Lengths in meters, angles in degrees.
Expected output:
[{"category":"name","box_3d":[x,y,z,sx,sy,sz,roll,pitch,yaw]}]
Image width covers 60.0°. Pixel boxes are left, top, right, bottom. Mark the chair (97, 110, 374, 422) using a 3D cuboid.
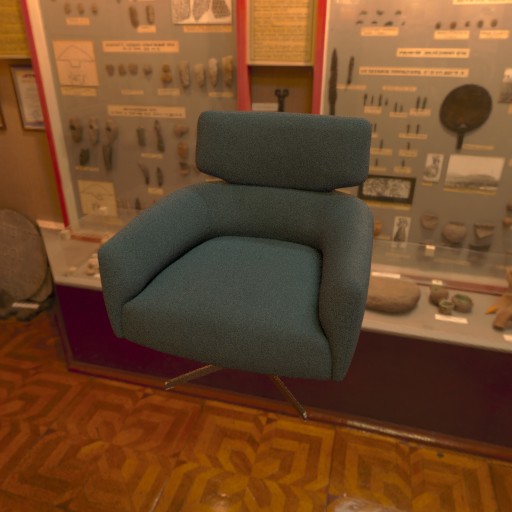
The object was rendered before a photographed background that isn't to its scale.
[{"category":"chair","box_3d":[0.000,0.000,1.457,0.738,0.813,0.761,8,28,15]}]
